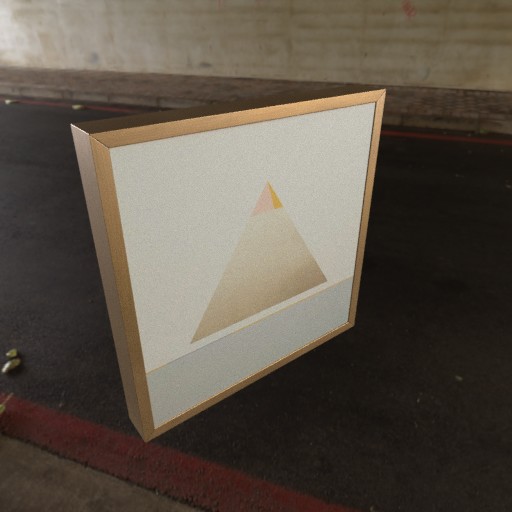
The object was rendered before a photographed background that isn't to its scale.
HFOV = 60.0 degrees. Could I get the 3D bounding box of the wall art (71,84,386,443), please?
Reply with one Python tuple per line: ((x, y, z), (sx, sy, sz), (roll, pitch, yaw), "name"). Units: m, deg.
((0.000, 0.000, 0.458), (0.305, 0.303, 0.038), (-21, 35, -32), "wall art")
